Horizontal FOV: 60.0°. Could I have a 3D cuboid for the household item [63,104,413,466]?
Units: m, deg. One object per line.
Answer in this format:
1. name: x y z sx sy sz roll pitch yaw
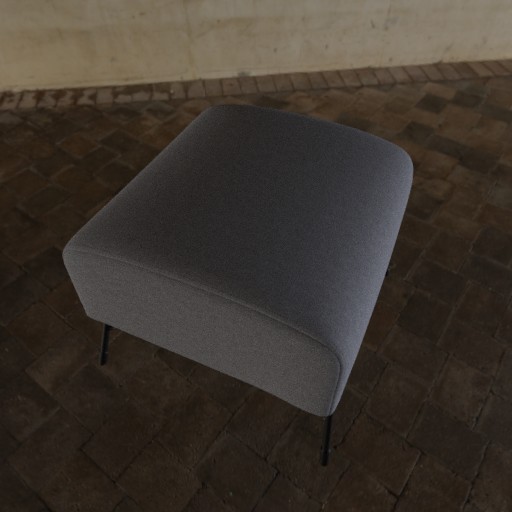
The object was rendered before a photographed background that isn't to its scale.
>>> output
1. household item: 0.000 0.000 0.916 0.530 0.410 0.530 18 50 16
